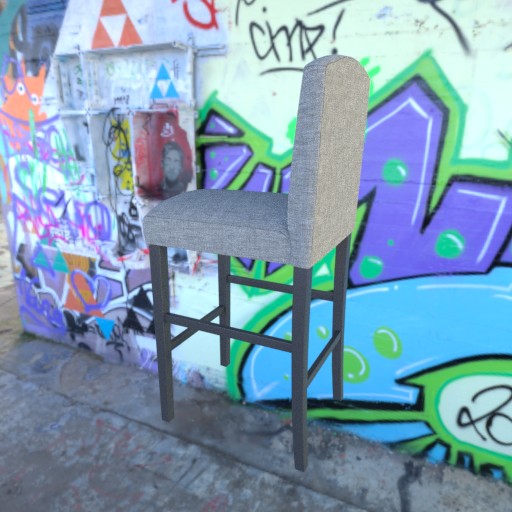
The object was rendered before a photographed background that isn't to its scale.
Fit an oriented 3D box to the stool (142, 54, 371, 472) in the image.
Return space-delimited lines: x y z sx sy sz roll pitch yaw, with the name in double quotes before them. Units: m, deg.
"stool" 0.000 0.000 1.406 0.552 1.138 0.451 9 19 25
